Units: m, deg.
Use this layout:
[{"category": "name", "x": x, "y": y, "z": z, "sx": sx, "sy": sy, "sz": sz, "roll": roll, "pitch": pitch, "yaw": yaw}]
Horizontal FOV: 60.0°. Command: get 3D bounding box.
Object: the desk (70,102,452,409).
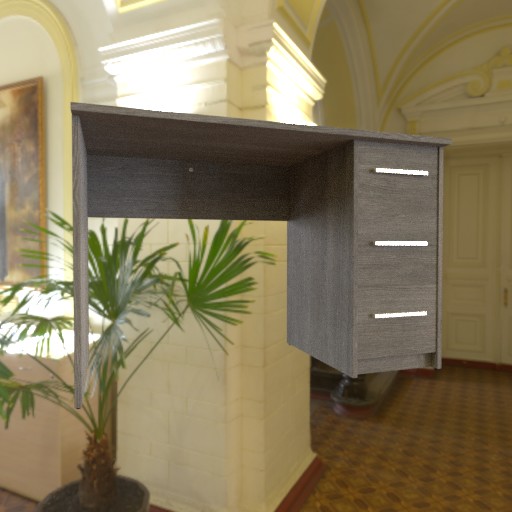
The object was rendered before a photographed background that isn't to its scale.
[{"category": "desk", "x": 0.000, "y": 0.000, "z": 1.476, "sx": 1.097, "sy": 0.735, "sz": 0.560, "roll": 0, "pitch": 1, "yaw": -19}]
